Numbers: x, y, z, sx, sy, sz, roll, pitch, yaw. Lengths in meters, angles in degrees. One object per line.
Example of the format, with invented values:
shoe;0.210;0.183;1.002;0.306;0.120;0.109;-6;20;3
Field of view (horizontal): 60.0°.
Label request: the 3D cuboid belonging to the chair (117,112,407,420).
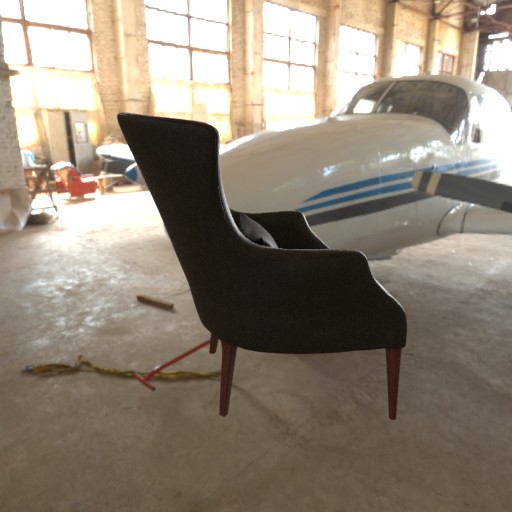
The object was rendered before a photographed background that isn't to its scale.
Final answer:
chair;0.000;0.000;1.741;0.954;1.068;0.819;-3;17;-10
